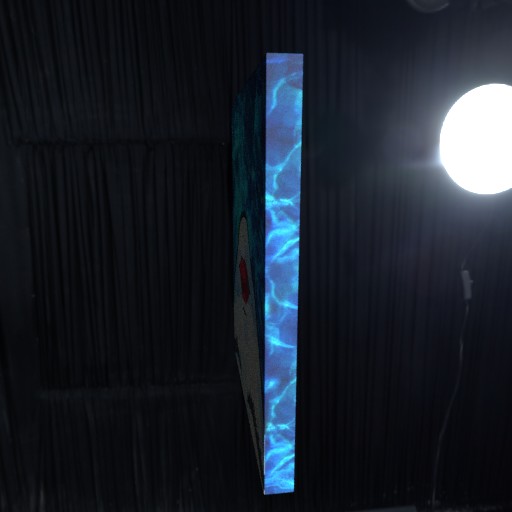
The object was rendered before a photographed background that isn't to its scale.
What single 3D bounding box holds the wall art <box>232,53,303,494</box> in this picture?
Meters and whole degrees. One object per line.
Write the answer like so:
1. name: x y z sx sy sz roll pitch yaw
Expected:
1. wall art: 0.000 0.000 0.703 0.038 0.508 0.432 -2 13 -7
